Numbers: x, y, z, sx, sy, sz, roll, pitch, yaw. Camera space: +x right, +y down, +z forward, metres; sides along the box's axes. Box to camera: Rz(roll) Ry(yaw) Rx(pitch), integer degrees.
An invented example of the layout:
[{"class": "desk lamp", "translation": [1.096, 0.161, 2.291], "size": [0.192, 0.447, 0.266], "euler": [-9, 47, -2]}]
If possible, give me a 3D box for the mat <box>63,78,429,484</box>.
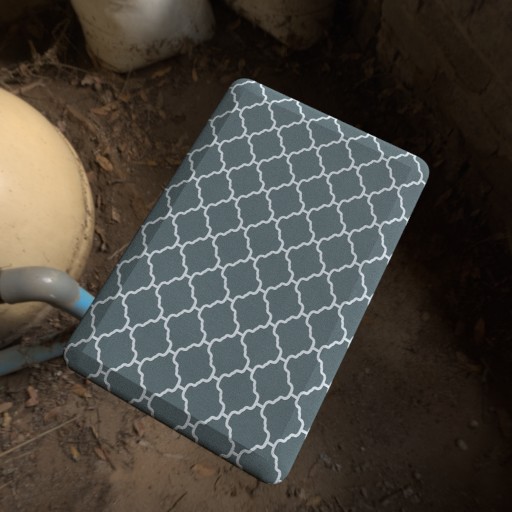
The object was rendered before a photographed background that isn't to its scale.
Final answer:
[{"class": "mat", "translation": [0.000, 0.000, 0.940], "size": [0.508, 0.021, 0.762], "euler": [27, 77, 7]}]
